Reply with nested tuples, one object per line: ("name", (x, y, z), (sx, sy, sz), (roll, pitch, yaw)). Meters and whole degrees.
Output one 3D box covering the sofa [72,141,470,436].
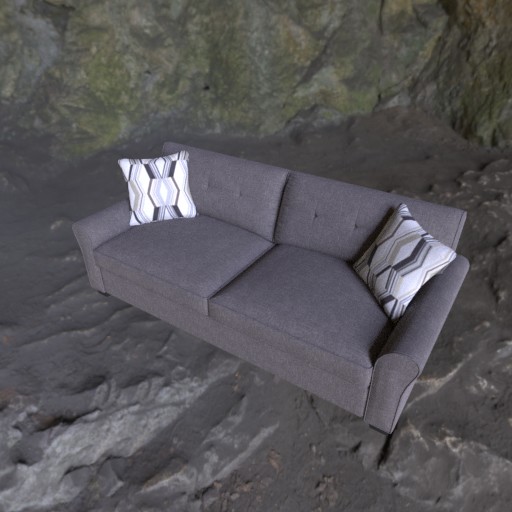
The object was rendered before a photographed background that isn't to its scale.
("sofa", (0.000, 0.000, 2.457), (2.032, 0.813, 0.889), (19, 37, 28))
